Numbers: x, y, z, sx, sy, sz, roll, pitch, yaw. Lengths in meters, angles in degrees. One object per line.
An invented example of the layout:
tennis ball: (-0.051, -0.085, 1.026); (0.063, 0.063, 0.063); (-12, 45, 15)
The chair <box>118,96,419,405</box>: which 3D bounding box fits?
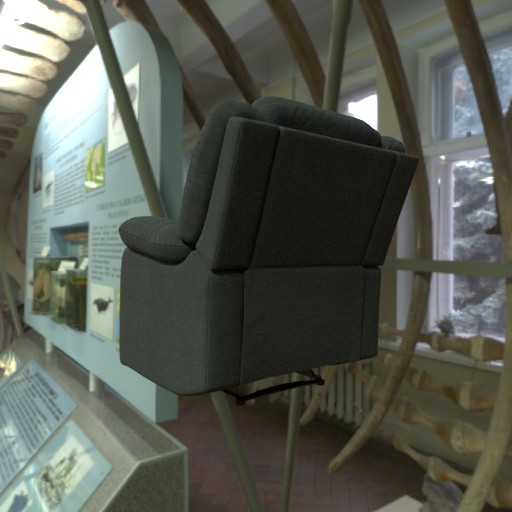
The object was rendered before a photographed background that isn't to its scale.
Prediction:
chair: (0.000, 0.000, 1.757); (0.899, 1.008, 0.944); (0, 0, -37)
